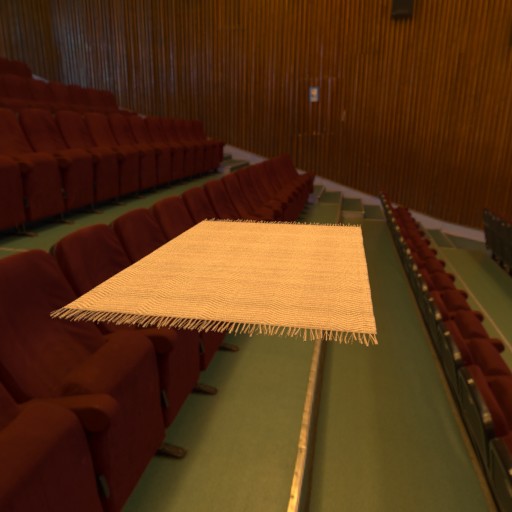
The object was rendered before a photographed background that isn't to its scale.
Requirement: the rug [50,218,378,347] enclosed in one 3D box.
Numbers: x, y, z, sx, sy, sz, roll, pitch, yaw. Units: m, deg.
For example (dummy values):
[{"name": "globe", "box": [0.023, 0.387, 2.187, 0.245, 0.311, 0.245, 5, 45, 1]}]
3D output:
[{"name": "rug", "box": [0.000, 0.000, 2.526, 1.224, 0.027, 2.021, 3, 16, 11]}]
